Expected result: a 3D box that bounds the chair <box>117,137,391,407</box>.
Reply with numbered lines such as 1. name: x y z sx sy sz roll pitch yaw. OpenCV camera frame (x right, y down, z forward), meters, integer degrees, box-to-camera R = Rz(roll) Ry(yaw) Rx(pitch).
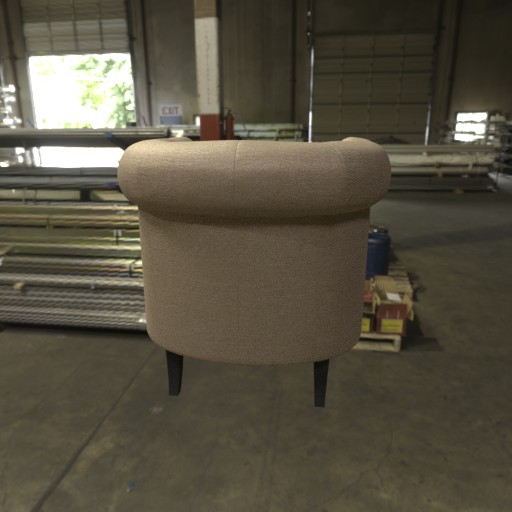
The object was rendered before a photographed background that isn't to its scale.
1. chair: 0.000 0.000 1.601 0.905 0.827 0.852 2 16 7
